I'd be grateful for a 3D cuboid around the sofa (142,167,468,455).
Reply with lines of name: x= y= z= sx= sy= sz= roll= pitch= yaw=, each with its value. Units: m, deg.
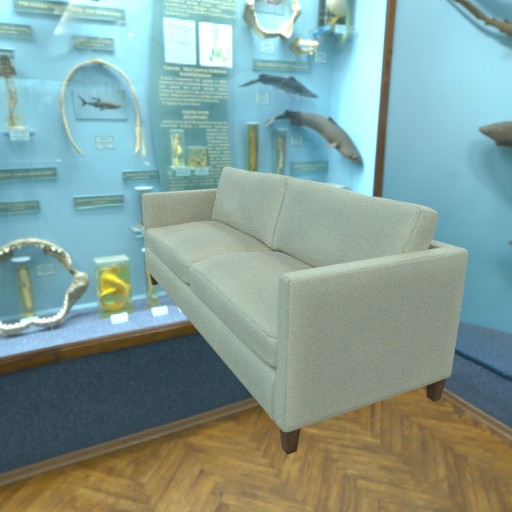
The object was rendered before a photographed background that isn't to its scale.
sofa: x=0.000 y=0.000 z=2.815 sx=0.951 sy=0.968 sz=2.361 roll=-8 pitch=18 yaw=-25
